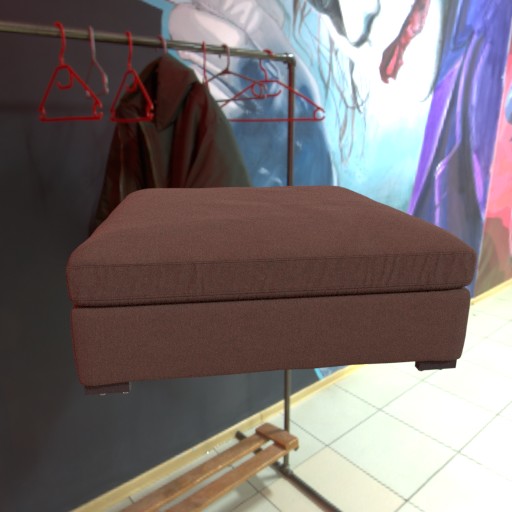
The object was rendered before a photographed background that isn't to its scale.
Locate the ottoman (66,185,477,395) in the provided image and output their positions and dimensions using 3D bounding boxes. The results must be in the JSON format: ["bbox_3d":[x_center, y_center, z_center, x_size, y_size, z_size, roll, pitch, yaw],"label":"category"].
[{"bbox_3d":[0.000,0.000,1.801,1.181,0.470,1.181,-2,16,-7],"label":"ottoman"}]
